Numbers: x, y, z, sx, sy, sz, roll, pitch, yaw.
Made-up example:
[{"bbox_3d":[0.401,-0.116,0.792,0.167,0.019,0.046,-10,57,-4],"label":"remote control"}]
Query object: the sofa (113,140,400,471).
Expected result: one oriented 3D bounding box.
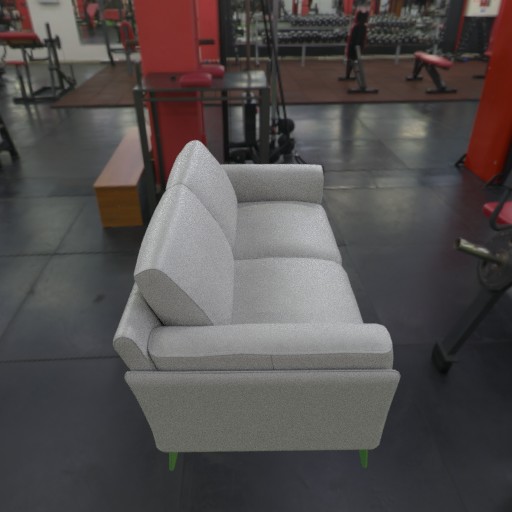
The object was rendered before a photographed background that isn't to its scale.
[{"bbox_3d":[0.000,0.000,2.551,1.049,0.930,2.101,0,31,-1],"label":"sofa"}]
